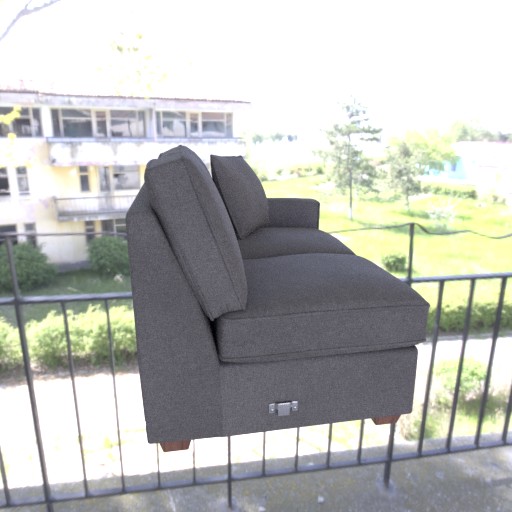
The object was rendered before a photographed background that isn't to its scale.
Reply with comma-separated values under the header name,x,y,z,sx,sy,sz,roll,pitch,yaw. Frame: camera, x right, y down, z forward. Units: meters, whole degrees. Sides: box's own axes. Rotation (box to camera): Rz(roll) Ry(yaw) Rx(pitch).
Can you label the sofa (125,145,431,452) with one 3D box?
name,x,y,z,sx,sy,sz,roll,pitch,yaw
sofa,0.000,0.000,2.045,0.991,0.989,1.388,-3,16,-9
